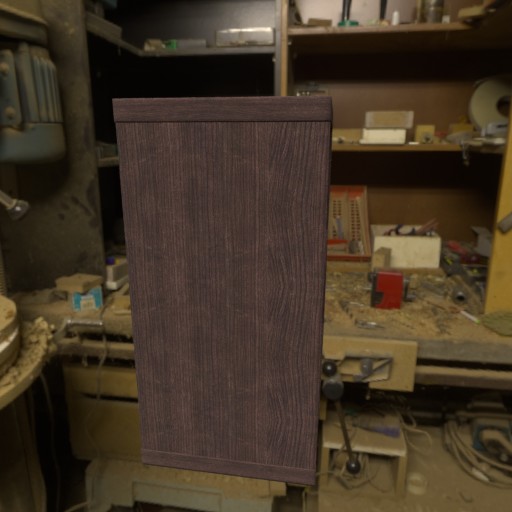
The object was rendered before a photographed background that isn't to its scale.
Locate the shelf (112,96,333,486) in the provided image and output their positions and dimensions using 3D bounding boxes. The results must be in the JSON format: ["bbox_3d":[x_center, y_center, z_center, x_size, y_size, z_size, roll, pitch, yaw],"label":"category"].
[{"bbox_3d":[0.000,0.000,1.248,0.390,0.786,0.790,3,16,9],"label":"shelf"}]
